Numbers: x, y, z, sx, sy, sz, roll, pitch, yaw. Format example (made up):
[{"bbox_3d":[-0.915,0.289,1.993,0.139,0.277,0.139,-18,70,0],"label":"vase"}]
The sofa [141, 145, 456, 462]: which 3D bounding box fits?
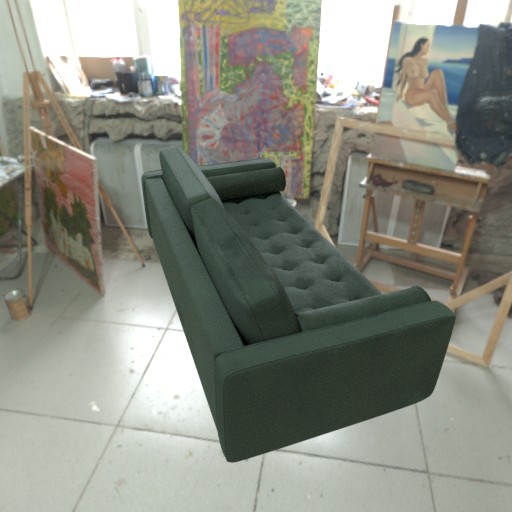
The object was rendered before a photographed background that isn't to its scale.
[{"bbox_3d":[0.000,0.000,2.319,0.916,0.772,1.880,-11,33,-17],"label":"sofa"}]
